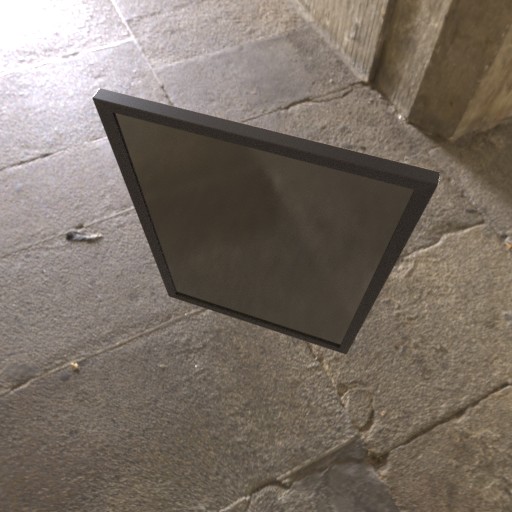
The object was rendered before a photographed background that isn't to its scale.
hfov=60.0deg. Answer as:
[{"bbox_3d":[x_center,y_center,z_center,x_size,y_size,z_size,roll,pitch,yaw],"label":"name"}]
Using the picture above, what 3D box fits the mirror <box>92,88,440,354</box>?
[{"bbox_3d":[0.000,0.000,1.370,0.762,1.016,0.040,17,60,10],"label":"mirror"}]
